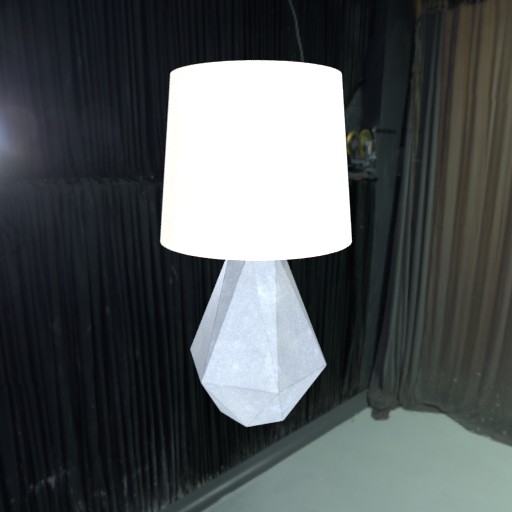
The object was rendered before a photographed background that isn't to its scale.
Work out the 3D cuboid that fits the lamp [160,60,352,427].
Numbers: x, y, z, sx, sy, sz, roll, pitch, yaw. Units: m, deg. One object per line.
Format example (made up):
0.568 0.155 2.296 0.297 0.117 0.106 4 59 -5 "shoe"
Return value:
0.000 0.000 0.660 0.276 0.501 0.276 0 14 0 "lamp"
